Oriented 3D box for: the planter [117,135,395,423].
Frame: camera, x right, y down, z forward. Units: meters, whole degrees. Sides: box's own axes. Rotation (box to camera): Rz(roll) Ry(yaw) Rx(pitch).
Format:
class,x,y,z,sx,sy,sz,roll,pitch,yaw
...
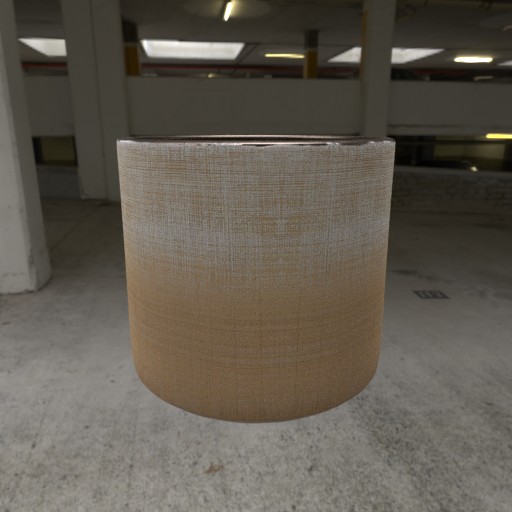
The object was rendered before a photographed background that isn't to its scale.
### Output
class,x,y,z,sx,sy,sz,roll,pitch,yaw
planter,0.000,0.000,0.387,0.221,0.201,0.221,0,16,0
